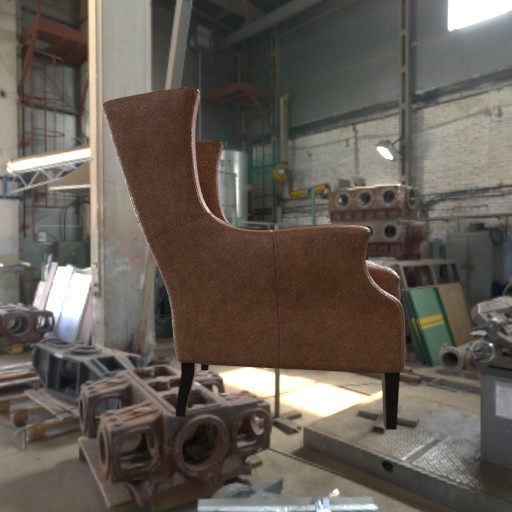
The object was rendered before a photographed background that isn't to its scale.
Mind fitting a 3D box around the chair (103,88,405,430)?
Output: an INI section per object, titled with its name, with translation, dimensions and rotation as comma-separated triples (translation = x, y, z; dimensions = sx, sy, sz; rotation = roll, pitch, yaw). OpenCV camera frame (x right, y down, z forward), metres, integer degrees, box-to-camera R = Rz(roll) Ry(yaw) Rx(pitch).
[chair]
translation = 0.000, 0.000, 1.678
dimensions = 0.926, 1.016, 0.853
rotation = 0, 1, 2
